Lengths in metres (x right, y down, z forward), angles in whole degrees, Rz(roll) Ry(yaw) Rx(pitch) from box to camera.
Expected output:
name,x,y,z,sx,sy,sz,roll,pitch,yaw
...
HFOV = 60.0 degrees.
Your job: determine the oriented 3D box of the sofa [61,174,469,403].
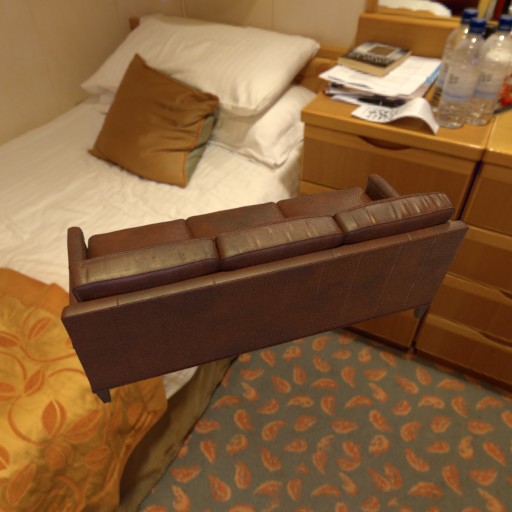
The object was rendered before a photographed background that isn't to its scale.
name,x,y,z,sx,sy,sz,roll,pitch,yaw
sofa,0.000,0.000,2.814,2.240,1.003,1.084,-12,42,-14
